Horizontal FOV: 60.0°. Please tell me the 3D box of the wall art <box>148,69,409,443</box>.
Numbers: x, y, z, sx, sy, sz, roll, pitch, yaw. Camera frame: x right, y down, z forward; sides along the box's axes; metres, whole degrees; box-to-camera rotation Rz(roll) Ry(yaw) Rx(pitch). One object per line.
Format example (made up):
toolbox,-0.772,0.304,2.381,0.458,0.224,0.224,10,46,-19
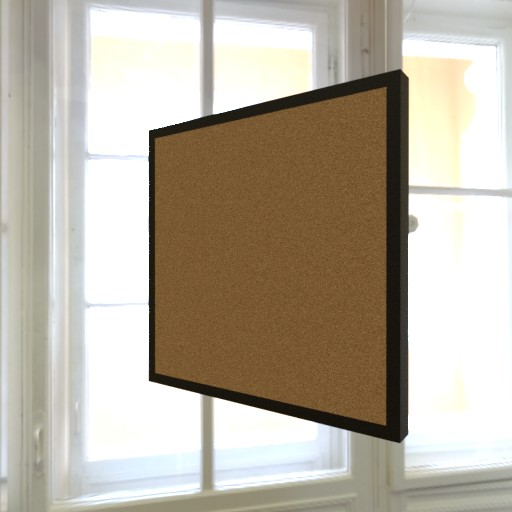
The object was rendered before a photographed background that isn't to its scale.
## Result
wall art,0.000,0.000,0.764,0.508,0.508,0.038,0,0,36
